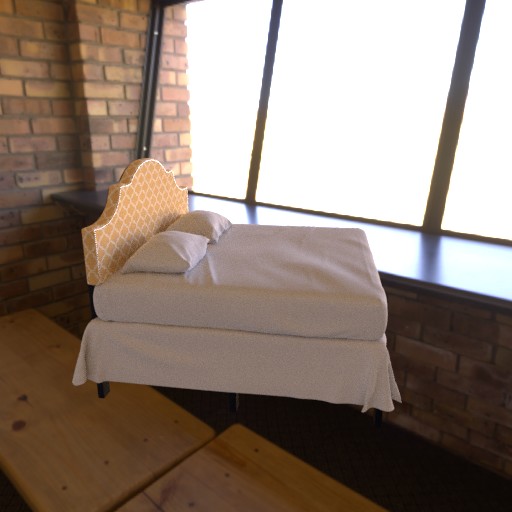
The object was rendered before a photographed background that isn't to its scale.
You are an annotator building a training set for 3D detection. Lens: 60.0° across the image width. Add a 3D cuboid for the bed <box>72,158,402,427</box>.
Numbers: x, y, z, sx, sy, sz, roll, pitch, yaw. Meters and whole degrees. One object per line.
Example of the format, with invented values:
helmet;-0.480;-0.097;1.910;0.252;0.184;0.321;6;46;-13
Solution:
bed;0.000;0.000;3.773;2.222;1.601;2.314;3;17;9
